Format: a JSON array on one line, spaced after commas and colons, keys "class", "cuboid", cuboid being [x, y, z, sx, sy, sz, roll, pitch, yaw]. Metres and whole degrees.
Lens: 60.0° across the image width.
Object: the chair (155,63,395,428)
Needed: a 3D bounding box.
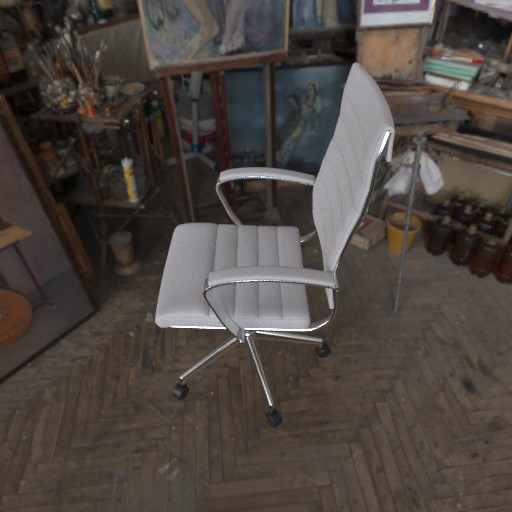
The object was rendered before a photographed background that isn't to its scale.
[{"class": "chair", "cuboid": [0.000, 0.000, 1.532, 0.667, 1.149, 0.679, 0, 42, 0]}]
